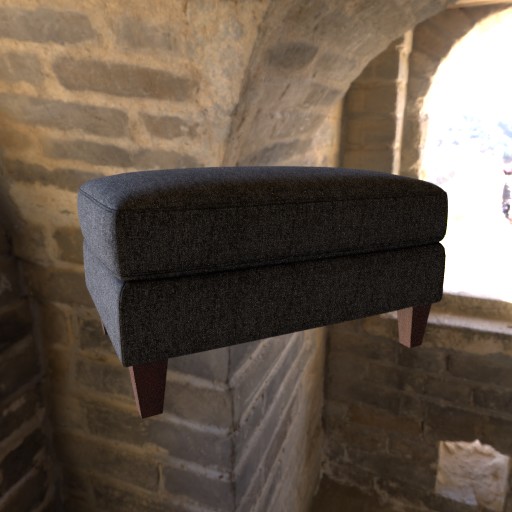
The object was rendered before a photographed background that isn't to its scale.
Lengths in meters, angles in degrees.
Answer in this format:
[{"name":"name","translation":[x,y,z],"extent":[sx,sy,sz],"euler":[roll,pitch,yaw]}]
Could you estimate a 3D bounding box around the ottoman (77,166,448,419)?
[{"name":"ottoman","translation":[0.000,0.000,1.222],"extent":[0.864,0.483,0.584],"euler":[-7,15,-26]}]
